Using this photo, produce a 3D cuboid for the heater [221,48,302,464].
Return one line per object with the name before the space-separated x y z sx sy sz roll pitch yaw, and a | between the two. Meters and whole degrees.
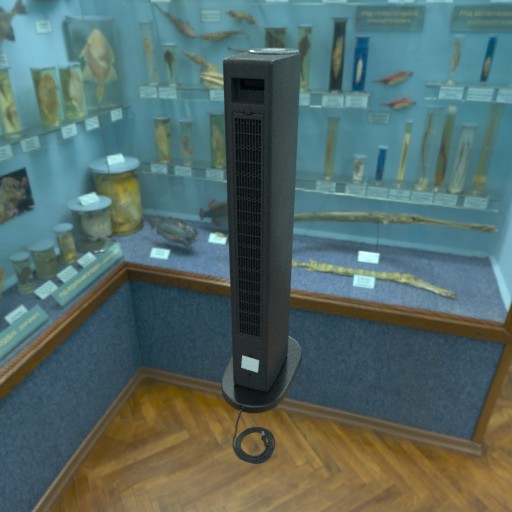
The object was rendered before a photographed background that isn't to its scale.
heater | 0.000 0.000 1.033 0.214 0.856 0.458 9 30 17
